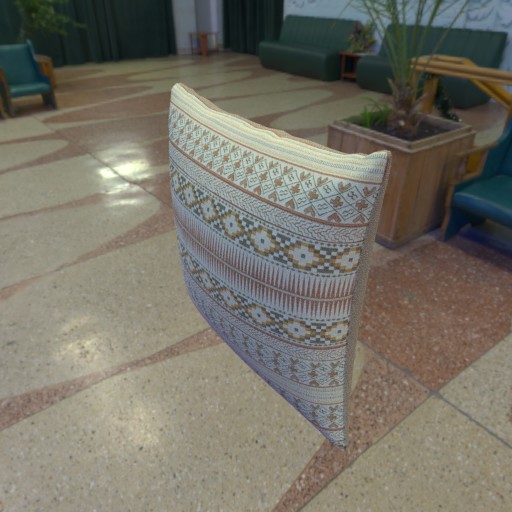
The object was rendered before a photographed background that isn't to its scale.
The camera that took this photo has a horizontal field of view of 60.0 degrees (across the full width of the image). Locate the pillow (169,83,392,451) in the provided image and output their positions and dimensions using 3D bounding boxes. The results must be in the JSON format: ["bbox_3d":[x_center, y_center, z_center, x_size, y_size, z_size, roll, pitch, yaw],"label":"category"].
[{"bbox_3d":[0.000,0.000,0.789,0.215,0.519,0.521,-21,37,-29],"label":"pillow"}]
